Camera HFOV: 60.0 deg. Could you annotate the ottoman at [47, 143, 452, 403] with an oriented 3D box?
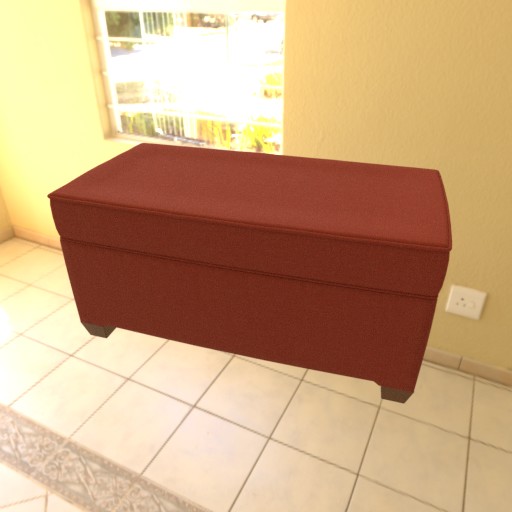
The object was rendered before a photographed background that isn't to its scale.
[{"bbox_3d":[0.000,0.000,1.260,0.948,0.454,0.497,9,32,14],"label":"ottoman"}]
